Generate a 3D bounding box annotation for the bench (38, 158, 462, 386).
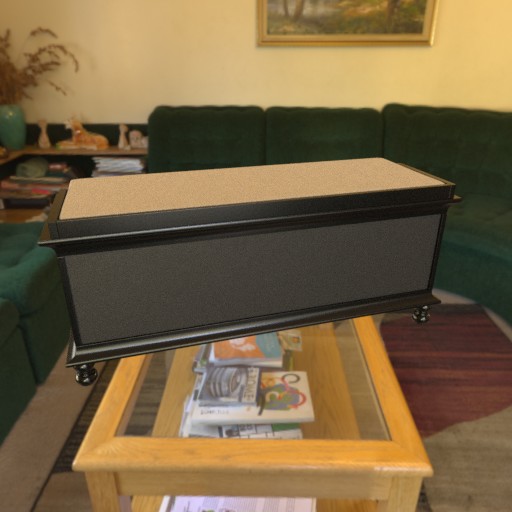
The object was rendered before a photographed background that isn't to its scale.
[{"bbox_3d":[0.000,0.000,1.448,1.185,0.501,0.402,-7,26,-15],"label":"bench"}]
